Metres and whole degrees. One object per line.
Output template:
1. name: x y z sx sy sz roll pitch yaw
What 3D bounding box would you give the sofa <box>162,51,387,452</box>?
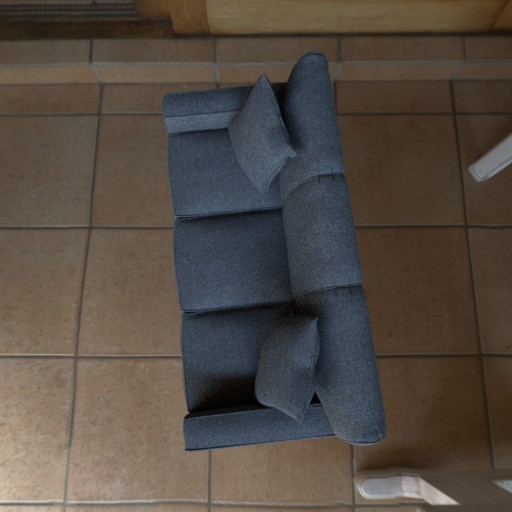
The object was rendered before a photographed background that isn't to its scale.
1. sofa: 0.000 0.000 2.583 0.997 0.958 2.024 -6 77 -1
